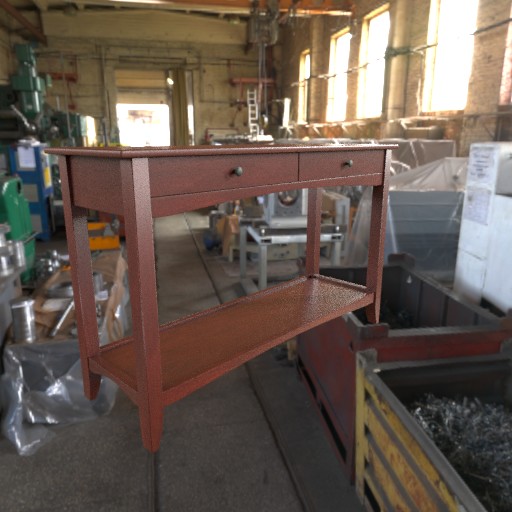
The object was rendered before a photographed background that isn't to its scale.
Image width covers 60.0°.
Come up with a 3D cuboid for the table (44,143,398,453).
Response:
[{"bbox_3d":[0.000,0.000,1.529,0.392,0.739,1.188,14,20,42],"label":"table"}]
